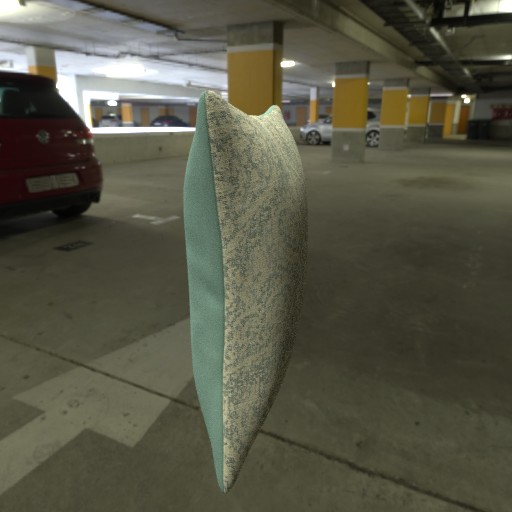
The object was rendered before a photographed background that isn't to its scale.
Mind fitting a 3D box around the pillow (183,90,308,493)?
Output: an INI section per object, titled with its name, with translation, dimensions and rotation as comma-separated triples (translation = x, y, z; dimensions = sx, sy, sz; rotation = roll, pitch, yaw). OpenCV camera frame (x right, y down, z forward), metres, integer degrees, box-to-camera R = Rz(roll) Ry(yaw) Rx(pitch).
[pillow]
translation = 0.000, 0.000, 0.762
dimensions = 0.166, 0.507, 0.526
rotation = 3, 17, 10
